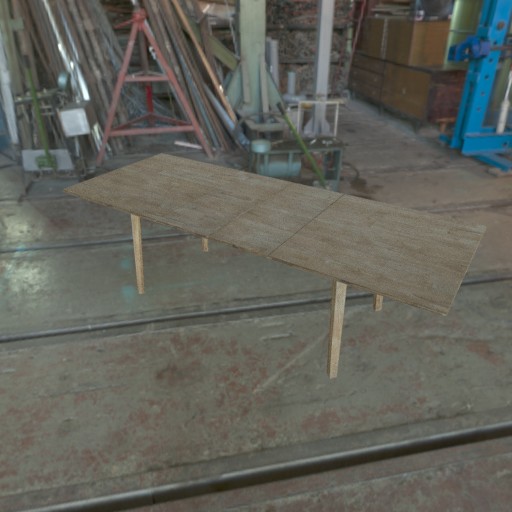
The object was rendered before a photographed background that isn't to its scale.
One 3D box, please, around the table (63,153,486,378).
[{"bbox_3d":[0.000,0.000,3.062,2.603,0.752,1.000,18,35,28],"label":"table"}]
